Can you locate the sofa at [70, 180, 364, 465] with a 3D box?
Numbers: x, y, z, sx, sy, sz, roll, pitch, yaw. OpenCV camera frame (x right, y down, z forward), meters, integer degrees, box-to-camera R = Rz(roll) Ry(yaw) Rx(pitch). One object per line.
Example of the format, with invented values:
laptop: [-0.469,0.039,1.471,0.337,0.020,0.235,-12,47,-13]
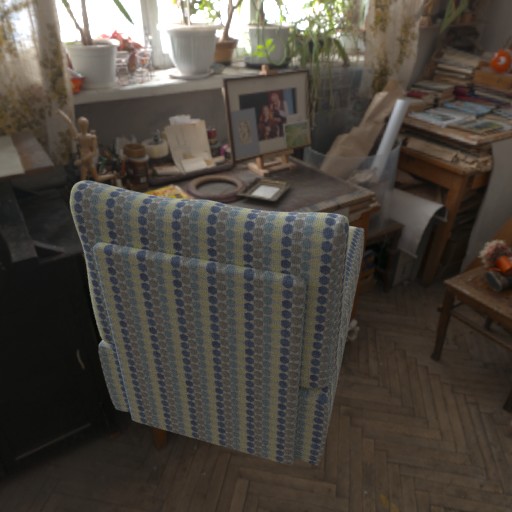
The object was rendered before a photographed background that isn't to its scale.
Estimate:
sofa: [0.000,0.000,1.564,0.700,0.820,1.000,9,33,15]
